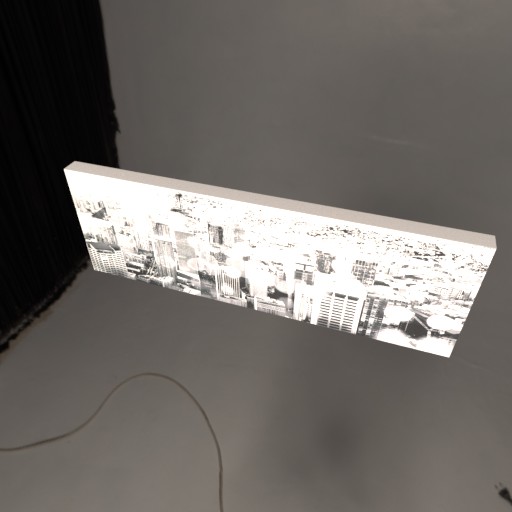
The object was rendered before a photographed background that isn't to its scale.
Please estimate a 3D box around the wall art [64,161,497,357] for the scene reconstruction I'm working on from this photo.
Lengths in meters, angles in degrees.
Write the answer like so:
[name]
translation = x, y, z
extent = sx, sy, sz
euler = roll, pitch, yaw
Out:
[wall art]
translation = 0.000, 0.000, 0.844
extent = 0.763, 0.255, 0.038
euler = 12, 41, 14
